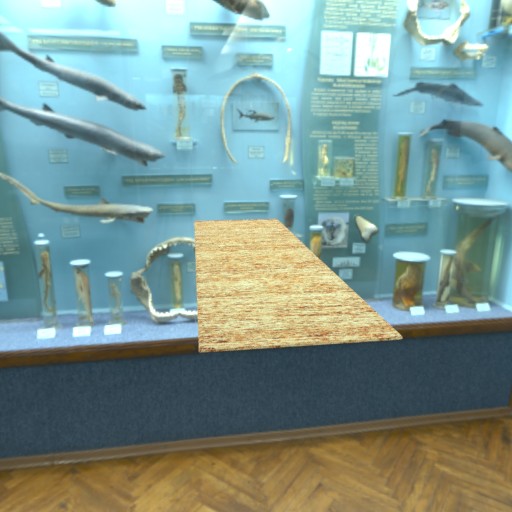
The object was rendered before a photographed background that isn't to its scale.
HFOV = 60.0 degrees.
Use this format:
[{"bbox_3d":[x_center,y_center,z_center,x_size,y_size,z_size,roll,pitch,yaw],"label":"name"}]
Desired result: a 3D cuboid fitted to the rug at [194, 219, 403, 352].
[{"bbox_3d":[0.000,0.000,2.507,0.680,0.014,2.237,-2,15,-8],"label":"rug"}]
